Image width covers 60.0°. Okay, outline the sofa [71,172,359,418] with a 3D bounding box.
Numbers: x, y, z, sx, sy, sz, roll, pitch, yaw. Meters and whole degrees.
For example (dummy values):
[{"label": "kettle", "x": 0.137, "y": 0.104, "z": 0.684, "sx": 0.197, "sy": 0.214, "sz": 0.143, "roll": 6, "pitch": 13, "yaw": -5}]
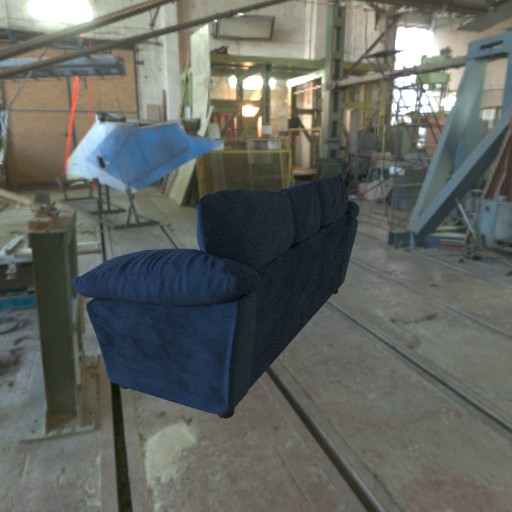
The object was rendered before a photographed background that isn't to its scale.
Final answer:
[{"label": "sofa", "x": 0.000, "y": 0.000, "z": 2.966, "sx": 0.907, "sy": 1.091, "sz": 2.390, "roll": 7, "pitch": 17, "yaw": 24}]
